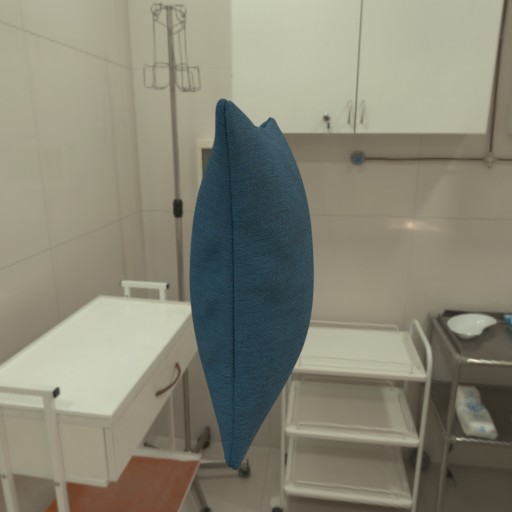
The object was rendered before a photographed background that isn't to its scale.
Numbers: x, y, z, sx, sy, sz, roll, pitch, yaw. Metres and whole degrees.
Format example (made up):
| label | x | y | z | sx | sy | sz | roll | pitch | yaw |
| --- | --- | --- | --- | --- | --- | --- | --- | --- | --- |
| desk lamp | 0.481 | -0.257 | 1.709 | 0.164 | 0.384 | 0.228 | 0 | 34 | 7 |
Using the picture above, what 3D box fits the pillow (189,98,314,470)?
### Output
| label | x | y | z | sx | sy | sz | roll | pitch | yaw |
| --- | --- | --- | --- | --- | --- | --- | --- | --- | --- |
| pillow | 0.000 | 0.000 | 0.672 | 0.177 | 0.420 | 0.437 | 2 | 15 | 8 |
